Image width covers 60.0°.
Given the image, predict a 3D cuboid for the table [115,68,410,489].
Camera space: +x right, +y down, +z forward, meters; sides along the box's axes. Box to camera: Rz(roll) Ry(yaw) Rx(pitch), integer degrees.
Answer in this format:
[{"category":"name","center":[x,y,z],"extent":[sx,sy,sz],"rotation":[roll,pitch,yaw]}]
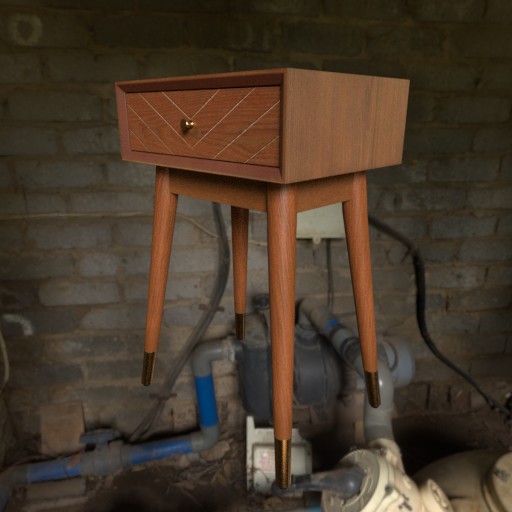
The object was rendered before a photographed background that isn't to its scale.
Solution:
[{"category":"table","center":[0.000,0.000,0.814],"extent":[0.406,0.599,0.300],"rotation":[17,25,42]}]
